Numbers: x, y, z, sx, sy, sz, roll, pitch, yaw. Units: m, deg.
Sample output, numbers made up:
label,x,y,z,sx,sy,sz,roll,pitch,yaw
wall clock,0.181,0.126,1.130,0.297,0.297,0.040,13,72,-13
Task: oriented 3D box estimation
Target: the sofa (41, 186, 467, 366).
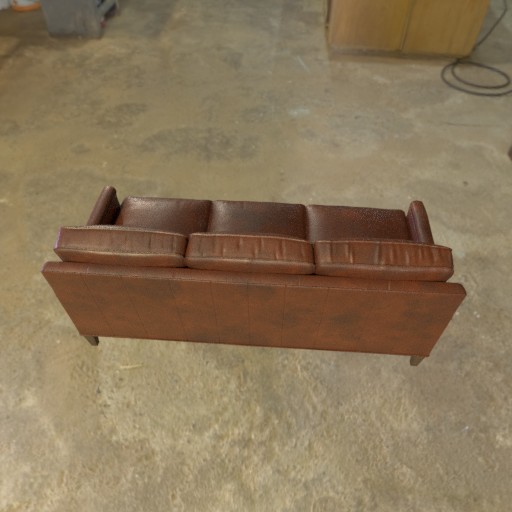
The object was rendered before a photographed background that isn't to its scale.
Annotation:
label,x,y,z,sx,sy,sz,roll,pitch,yaw
sofa,0.000,0.000,2.844,2.240,1.003,1.084,3,46,3
